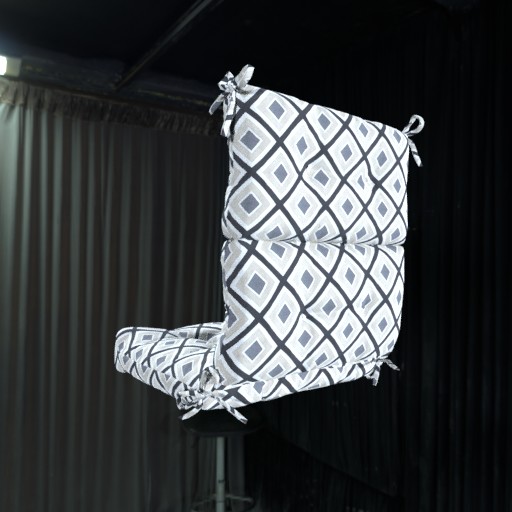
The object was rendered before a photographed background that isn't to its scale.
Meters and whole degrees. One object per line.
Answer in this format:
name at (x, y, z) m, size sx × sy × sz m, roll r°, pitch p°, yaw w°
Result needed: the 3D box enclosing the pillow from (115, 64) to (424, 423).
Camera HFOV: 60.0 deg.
pillow at (0.000, 0.000, 1.017) m, size 0.519 × 0.605 × 0.571 m, roll 1°, pitch -1°, yaw -37°
